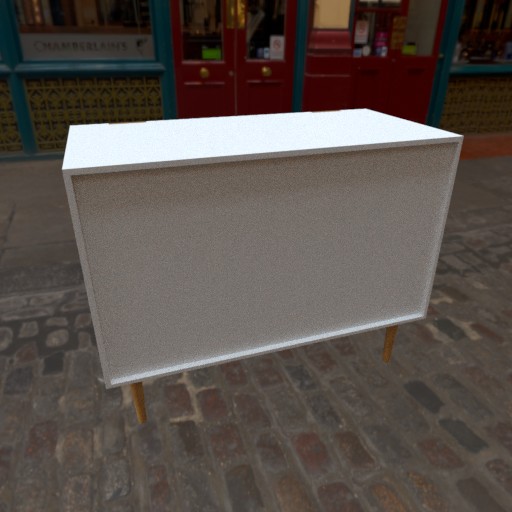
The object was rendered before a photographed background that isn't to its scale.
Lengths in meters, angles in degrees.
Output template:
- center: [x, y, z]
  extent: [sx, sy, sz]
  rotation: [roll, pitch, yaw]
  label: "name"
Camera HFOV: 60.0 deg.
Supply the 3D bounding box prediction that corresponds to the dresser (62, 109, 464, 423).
- center: [0.000, 0.000, 1.297]
  extent: [0.905, 0.721, 0.457]
  rotation: [-9, 28, -17]
  label: "dresser"
